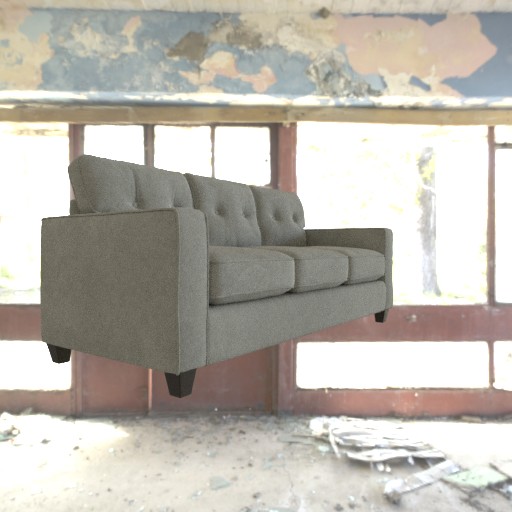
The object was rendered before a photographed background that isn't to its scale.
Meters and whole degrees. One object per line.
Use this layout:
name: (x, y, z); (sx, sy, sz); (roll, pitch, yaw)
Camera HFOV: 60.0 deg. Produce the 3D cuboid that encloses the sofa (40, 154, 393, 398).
sofa: (0.000, 0.000, 2.605); (0.939, 0.965, 2.133); (1, 1, 37)
